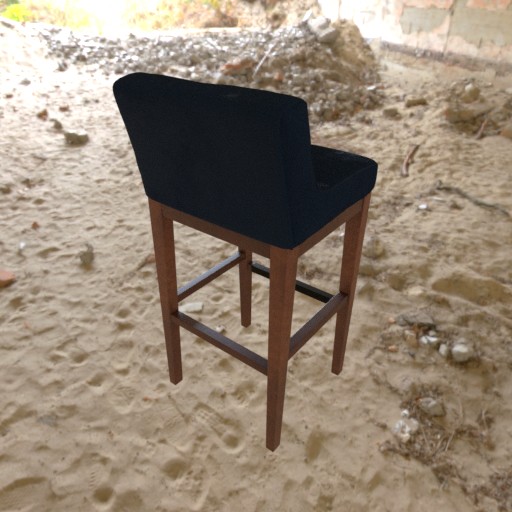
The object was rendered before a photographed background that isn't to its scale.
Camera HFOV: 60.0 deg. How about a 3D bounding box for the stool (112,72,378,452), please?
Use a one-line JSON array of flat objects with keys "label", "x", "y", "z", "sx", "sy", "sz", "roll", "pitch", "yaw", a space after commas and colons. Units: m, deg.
[{"label": "stool", "x": 0.000, "y": 0.000, "z": 1.335, "sx": 0.511, "sy": 1.037, "sz": 0.500, "roll": 22, "pitch": 37, "yaw": 32}]
